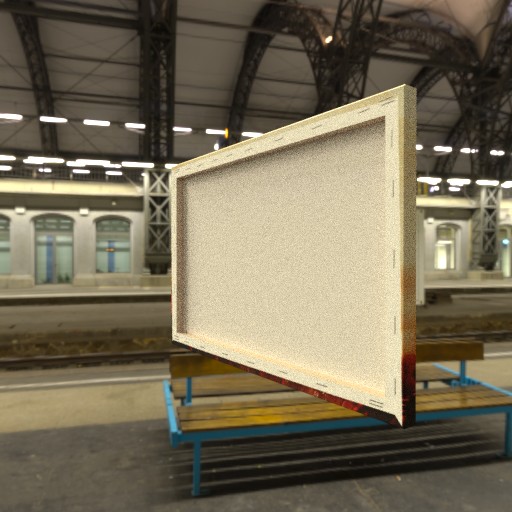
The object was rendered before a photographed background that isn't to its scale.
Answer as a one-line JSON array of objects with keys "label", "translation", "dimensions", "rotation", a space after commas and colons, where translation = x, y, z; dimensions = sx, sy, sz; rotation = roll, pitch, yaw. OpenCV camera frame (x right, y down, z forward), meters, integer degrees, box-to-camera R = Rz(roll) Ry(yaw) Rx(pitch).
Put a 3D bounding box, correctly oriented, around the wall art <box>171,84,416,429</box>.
[{"label": "wall art", "translation": [0.000, 0.000, 1.149], "dimensions": [0.038, 0.602, 0.918], "rotation": [0, 0, -37]}]
